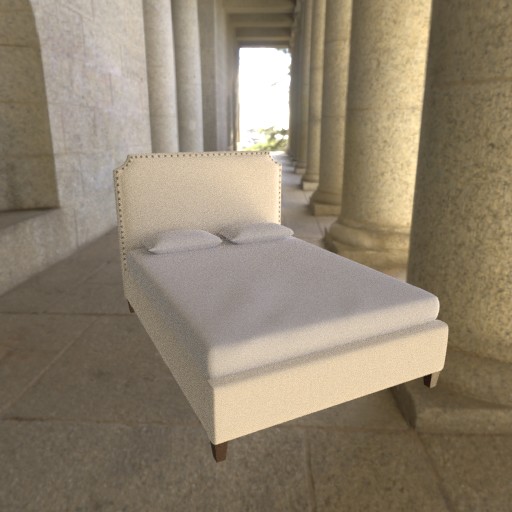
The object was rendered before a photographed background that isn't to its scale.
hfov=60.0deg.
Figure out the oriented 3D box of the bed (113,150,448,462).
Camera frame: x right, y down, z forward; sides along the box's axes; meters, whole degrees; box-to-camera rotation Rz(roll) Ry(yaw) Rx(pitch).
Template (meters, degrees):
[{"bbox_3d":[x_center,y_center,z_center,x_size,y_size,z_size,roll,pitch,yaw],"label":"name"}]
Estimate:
[{"bbox_3d":[0.000,0.000,3.498,1.712,1.497,2.372,-8,18,-25],"label":"bed"}]
